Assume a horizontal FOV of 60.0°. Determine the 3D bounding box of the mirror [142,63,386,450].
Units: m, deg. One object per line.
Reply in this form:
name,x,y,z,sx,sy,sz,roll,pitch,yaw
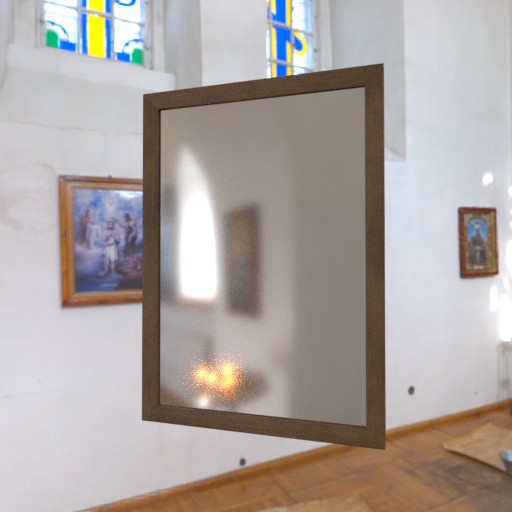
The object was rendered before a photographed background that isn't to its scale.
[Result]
mirror,0.000,0.000,0.908,0.507,0.710,0.040,0,-1,17
